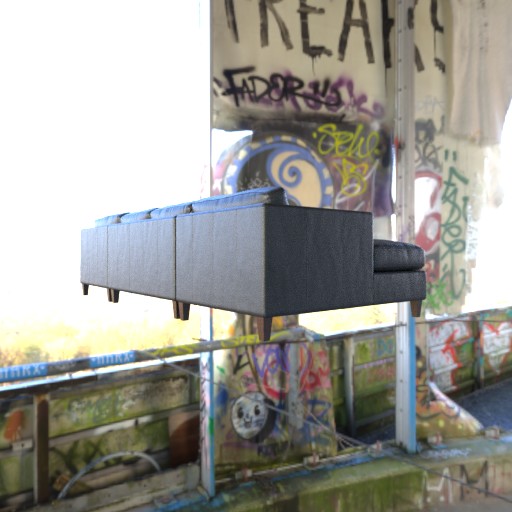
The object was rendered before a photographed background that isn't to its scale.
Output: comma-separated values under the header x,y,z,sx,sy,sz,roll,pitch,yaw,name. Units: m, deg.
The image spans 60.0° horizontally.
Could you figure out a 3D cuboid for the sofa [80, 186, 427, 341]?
x,y,z,sx,sy,sz,roll,pitch,yaw,name
0.000,0.000,4.405,2.452,0.891,3.324,0,1,-38,sofa
